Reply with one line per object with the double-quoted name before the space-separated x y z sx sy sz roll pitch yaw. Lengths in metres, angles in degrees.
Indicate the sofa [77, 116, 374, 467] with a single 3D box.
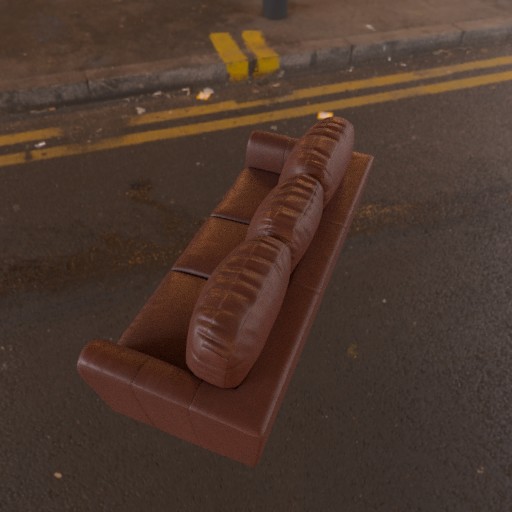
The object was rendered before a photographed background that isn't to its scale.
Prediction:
"sofa" 0.000 0.000 2.305 0.802 0.915 1.862 17 49 15
